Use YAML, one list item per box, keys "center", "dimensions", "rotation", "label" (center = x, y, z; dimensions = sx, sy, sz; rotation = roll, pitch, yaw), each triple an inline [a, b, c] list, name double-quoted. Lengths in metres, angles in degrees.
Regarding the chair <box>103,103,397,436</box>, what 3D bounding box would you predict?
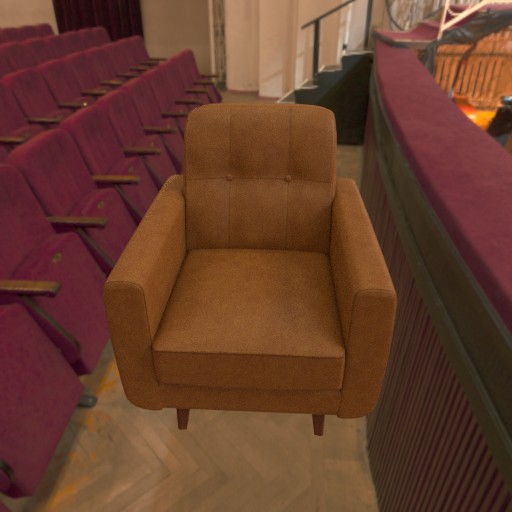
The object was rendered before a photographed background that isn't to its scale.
- center: [0.000, 0.000, 1.684]
  dimensions: [0.845, 0.968, 0.942]
  rotation: [2, 31, 3]
  label: "chair"
